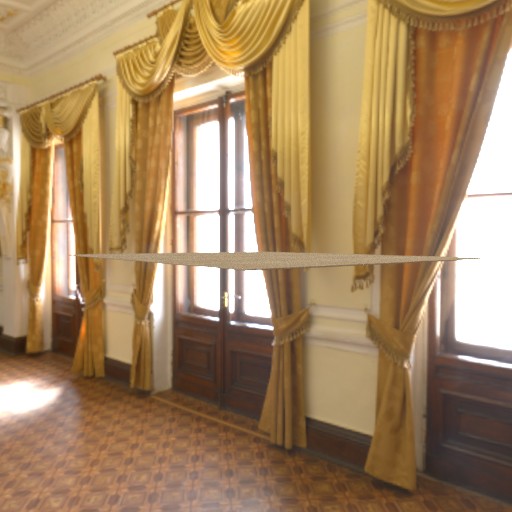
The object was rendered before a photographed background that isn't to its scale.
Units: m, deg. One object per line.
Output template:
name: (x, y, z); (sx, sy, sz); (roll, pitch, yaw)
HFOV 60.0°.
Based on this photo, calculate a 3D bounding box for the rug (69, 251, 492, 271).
rug: (0.000, 0.000, 4.019); (2.448, 0.021, 3.051); (-1, 2, -37)
